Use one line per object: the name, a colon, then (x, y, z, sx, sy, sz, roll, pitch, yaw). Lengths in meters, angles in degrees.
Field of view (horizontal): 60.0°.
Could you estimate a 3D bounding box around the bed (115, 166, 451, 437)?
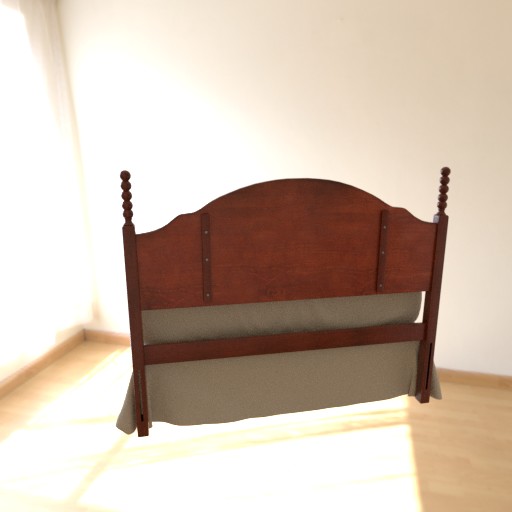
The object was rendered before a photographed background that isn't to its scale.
bed: (0.000, 0.000, 3.234, 1.873, 1.356, 2.040, -3, 14, -11)
